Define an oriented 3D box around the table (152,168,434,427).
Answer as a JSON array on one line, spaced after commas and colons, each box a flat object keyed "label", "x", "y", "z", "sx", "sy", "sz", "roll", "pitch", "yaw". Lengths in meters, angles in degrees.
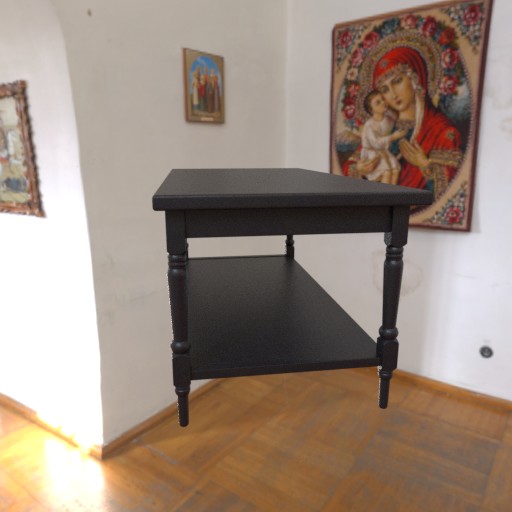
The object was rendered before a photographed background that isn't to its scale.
[{"label": "table", "x": 0.000, "y": 0.000, "z": 1.434, "sx": 0.550, "sy": 0.510, "sz": 1.107, "roll": -2, "pitch": 14, "yaw": -8}]
